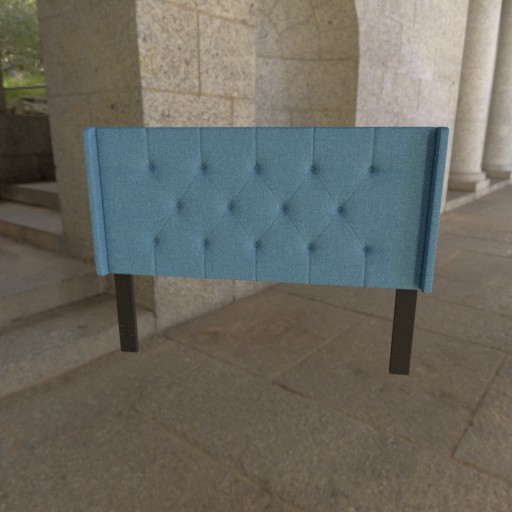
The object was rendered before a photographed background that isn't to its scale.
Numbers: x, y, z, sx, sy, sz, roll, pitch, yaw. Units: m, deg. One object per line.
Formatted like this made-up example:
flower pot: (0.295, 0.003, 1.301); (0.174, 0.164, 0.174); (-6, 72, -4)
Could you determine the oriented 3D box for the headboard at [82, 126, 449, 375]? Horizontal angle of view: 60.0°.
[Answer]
headboard: (0.000, 0.000, 2.728); (2.051, 1.524, 0.184); (3, 16, 9)
